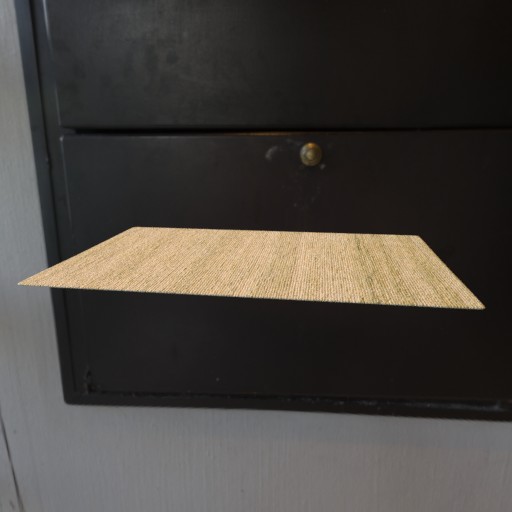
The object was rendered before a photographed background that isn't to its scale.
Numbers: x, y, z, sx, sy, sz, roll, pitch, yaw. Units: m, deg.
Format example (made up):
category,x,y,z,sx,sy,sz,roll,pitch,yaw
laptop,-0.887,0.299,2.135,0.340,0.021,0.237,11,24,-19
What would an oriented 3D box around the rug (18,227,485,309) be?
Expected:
category,x,y,z,sx,sy,sz,roll,pitch,yaw
rug,0.000,0.000,2.173,1.758,0.010,1.143,2,15,8
